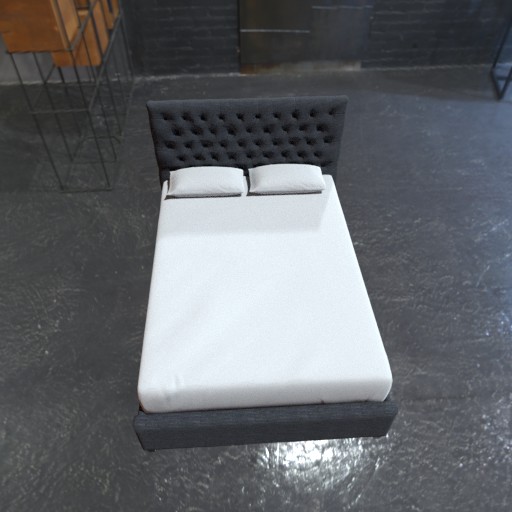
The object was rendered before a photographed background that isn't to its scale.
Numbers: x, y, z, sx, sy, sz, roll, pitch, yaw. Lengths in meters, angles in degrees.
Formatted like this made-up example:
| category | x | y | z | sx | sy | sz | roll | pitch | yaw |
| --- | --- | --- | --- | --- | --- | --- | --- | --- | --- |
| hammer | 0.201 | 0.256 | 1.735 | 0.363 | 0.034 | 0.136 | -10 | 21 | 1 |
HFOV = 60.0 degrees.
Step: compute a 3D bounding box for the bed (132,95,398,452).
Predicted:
| category | x | y | z | sx | sy | sz | roll | pitch | yaw |
| --- | --- | --- | --- | --- | --- | --- | --- | --- | --- |
| bed | 0.000 | 0.000 | 3.405 | 1.698 | 1.427 | 2.387 | -2 | 46 | -2 |
